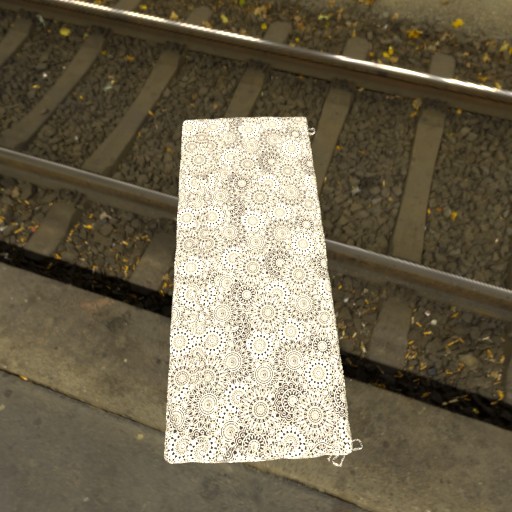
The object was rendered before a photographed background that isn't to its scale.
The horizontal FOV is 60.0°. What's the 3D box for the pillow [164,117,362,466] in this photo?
[{"bbox_3d":[0.000,0.000,1.364,0.492,0.081,1.187,-2,60,-1],"label":"pillow"}]
